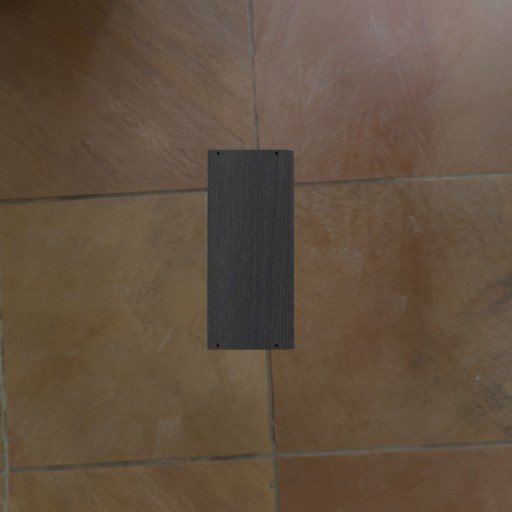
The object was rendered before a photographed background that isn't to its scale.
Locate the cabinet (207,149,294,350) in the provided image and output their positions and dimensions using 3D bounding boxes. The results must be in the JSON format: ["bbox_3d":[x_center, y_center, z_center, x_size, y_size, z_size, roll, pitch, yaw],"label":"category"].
[{"bbox_3d":[0.000,0.000,2.002,0.230,1.790,0.500,0,89,0],"label":"cabinet"}]
